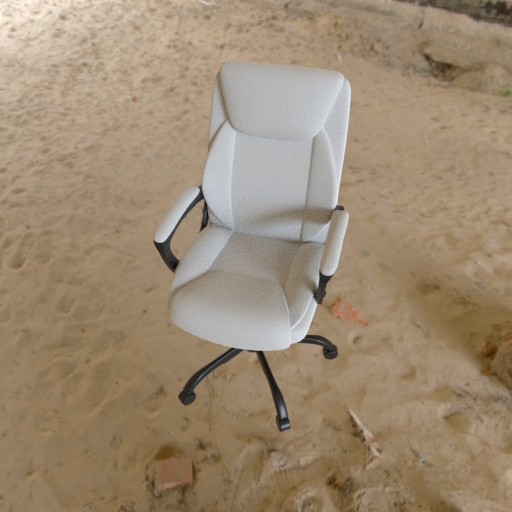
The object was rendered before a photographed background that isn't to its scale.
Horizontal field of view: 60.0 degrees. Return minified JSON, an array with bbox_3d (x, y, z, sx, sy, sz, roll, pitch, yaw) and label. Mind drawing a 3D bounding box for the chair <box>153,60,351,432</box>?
[{"bbox_3d":[0.000,0.000,1.489,0.663,1.065,0.669,11,43,12],"label":"chair"}]
